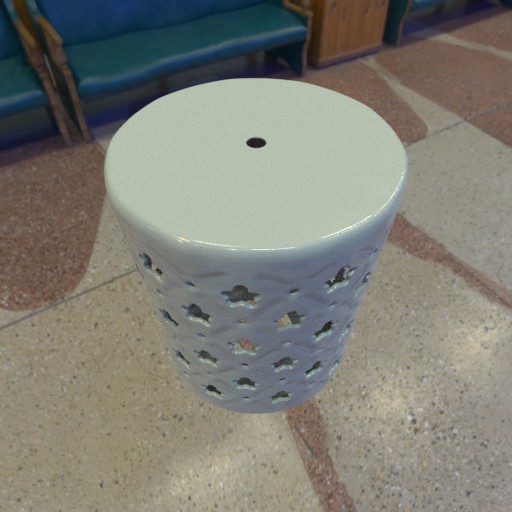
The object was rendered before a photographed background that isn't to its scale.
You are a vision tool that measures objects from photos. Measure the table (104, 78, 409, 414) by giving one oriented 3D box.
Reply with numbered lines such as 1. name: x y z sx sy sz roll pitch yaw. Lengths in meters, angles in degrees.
1. table: 0.000 0.000 0.654 0.352 0.387 0.352 0 47 0
